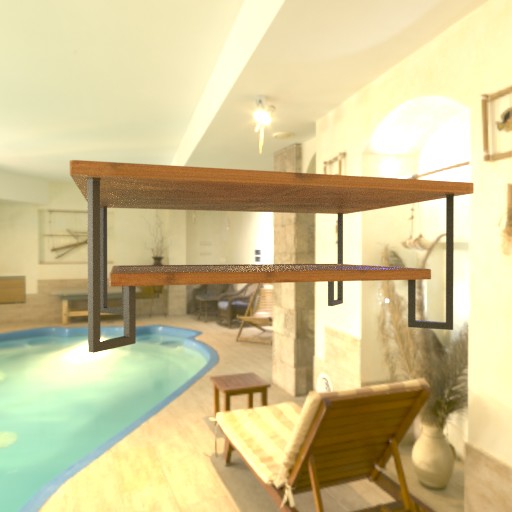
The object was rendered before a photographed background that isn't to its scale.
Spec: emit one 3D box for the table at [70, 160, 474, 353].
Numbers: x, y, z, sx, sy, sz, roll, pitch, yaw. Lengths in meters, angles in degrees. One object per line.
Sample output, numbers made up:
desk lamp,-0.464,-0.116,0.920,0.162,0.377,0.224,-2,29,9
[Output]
table,0.000,0.000,1.702,1.238,0.492,0.877,0,1,-17
